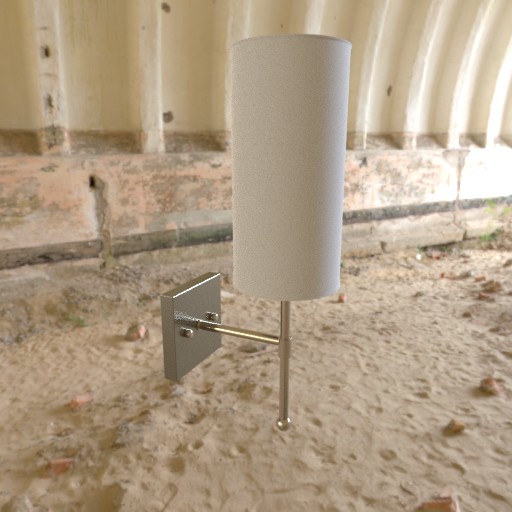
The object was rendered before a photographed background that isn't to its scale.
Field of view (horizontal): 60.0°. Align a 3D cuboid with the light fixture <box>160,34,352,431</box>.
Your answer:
[{"bbox_3d":[0.000,0.000,0.542,0.208,0.462,0.128,7,16,25],"label":"light fixture"}]
